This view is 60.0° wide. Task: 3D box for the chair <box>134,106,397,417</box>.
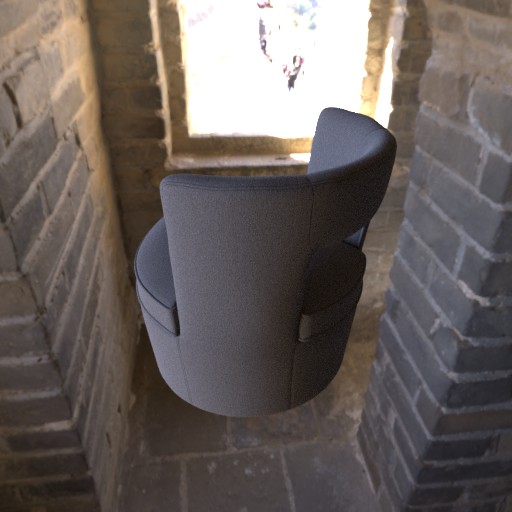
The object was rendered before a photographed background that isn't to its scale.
[{"bbox_3d":[0.000,0.000,1.262,0.660,0.719,0.689,20,37,29],"label":"chair"}]
